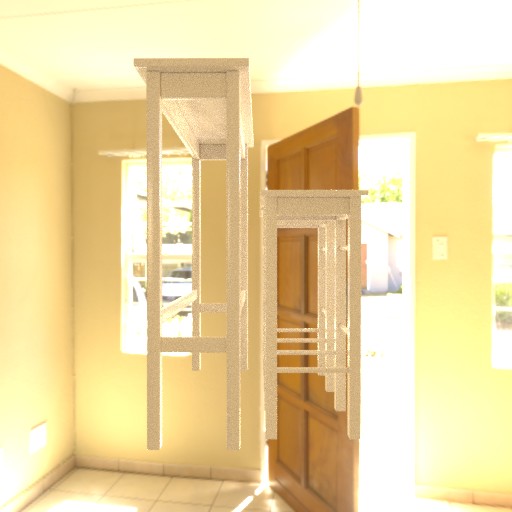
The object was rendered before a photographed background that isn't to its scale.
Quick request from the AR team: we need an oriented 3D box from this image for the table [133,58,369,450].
[{"bbox_3d":[0.000,0.000,1.643,0.650,1.065,0.915,0,0,0],"label":"table"}]
